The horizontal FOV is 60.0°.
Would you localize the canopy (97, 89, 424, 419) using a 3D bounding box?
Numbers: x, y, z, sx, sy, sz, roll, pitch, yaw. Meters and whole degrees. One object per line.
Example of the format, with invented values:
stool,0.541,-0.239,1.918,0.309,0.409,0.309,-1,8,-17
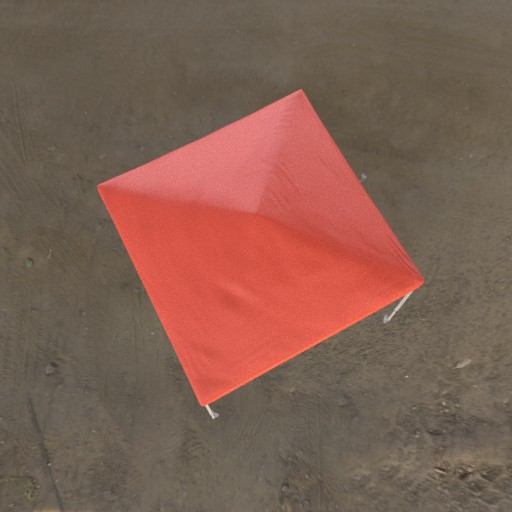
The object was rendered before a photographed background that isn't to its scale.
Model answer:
canopy,0.000,0.000,5.158,2.849,2.850,2.850,-27,77,-7
